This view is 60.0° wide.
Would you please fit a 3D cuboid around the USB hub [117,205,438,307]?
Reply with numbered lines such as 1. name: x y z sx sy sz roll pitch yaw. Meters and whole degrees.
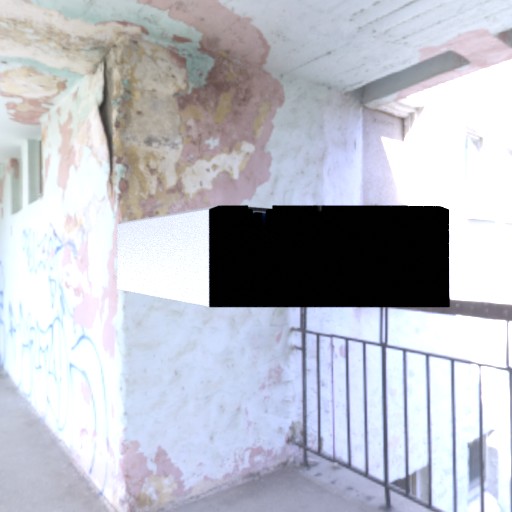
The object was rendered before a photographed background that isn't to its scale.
1. USB hub: 0.000 0.000 0.123 0.044 0.023 0.110 0 0 -36
